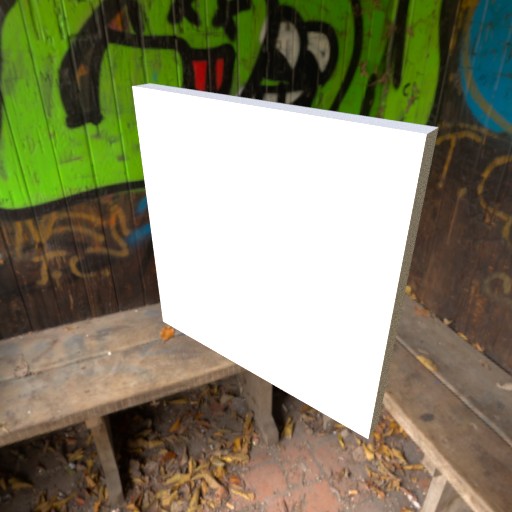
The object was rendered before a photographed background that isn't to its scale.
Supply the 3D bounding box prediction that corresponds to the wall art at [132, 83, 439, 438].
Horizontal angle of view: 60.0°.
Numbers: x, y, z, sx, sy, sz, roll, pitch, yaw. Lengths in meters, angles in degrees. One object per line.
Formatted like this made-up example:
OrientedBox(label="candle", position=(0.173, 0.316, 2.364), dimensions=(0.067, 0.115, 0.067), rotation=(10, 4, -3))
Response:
OrientedBox(label="wall art", position=(0.000, 0.000, 0.533), dimensions=(0.355, 0.355, 0.027), rotation=(21, 36, 32))
